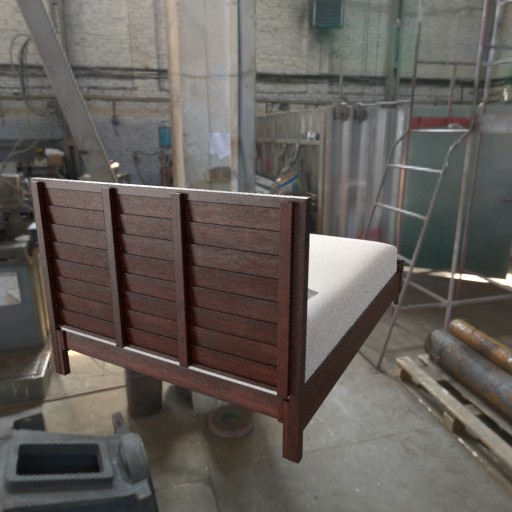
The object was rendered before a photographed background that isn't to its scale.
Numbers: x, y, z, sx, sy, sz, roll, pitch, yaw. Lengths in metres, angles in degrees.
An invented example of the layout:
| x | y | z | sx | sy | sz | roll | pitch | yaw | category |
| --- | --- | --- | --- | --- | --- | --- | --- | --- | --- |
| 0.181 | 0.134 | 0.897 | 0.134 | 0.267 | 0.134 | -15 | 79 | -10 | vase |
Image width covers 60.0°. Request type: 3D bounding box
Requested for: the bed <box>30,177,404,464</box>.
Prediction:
| x | y | z | sx | sy | sz | roll | pitch | yaw | category |
| --- | --- | --- | --- | --- | --- | --- | --- | --- | --- |
| 0.000 | 0.000 | 3.906 | 2.040 | 1.492 | 2.803 | 8 | 18 | 28 | bed |
